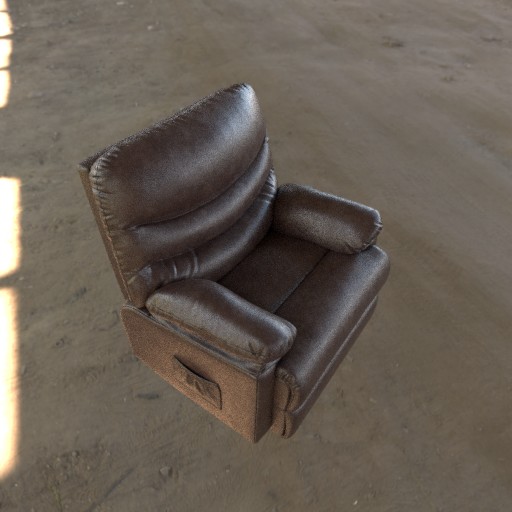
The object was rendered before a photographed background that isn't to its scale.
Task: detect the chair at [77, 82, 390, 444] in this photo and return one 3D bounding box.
[{"bbox_3d":[0.000,0.000,1.755,0.879,1.041,0.940,25,48,25],"label":"chair"}]
